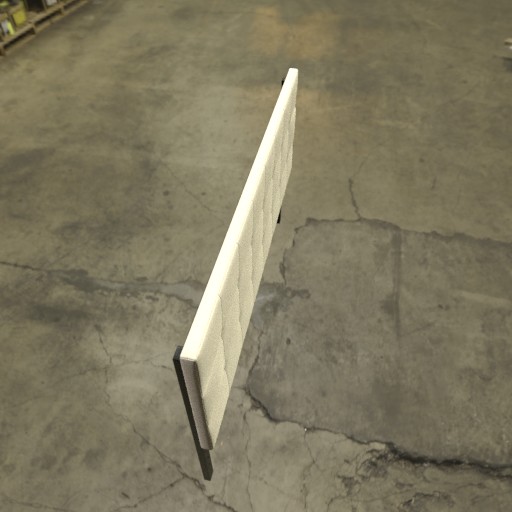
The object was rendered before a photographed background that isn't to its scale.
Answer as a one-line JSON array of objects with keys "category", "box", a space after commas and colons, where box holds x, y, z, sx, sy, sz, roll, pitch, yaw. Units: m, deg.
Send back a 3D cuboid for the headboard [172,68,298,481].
[{"category": "headboard", "box": [0.000, 0.000, 2.820, 0.120, 1.410, 2.362, 9, 47, 8]}]
